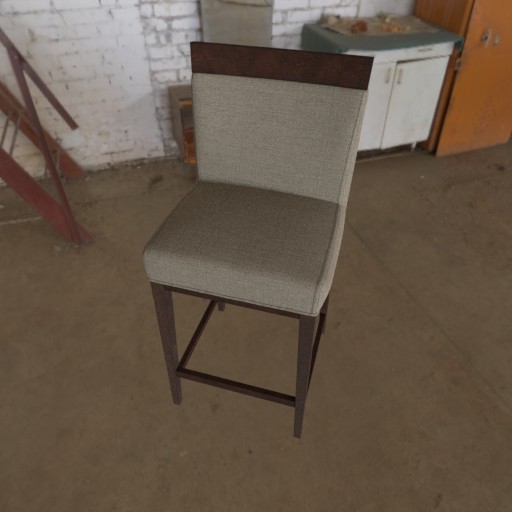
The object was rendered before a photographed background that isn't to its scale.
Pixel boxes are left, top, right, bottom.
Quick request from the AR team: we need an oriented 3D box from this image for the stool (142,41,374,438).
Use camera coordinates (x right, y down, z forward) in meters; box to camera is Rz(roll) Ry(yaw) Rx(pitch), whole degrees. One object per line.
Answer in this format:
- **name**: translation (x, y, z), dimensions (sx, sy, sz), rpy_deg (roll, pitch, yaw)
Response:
- **stool**: translation (0.000, 0.000, 1.400), dimensions (0.511, 1.117, 0.531), rpy_deg (11, 42, 12)
